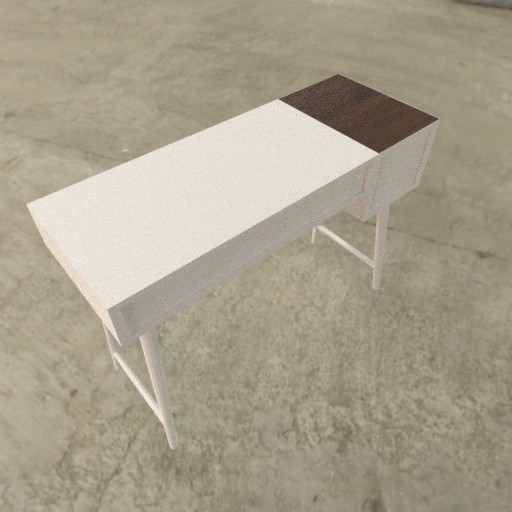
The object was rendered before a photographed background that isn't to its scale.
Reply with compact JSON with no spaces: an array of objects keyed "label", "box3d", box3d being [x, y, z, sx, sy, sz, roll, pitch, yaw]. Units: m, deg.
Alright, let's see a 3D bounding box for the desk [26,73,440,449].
[{"label":"desk","box3d":[0.000,0.000,1.439,1.069,0.761,0.409,-32,54,-27]}]
